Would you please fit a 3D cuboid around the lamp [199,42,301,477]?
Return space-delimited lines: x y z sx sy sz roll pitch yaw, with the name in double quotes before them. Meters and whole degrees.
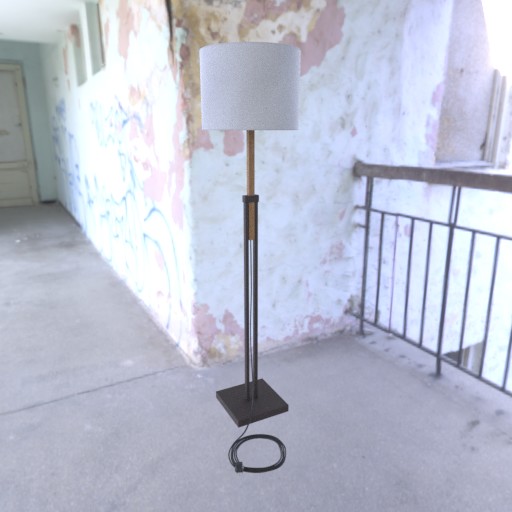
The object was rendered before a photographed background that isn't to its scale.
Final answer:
"lamp" 0.000 0.000 1.901 0.474 1.650 0.639 -8 18 -26
